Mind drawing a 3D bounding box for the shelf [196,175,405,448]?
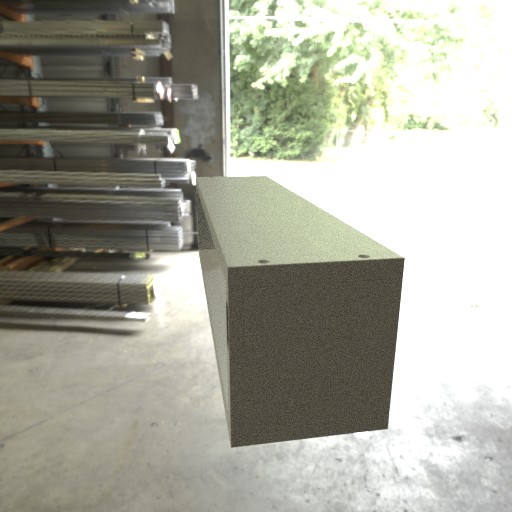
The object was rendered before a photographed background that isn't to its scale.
[{"bbox_3d":[0.000,0.000,0.672,0.150,0.170,0.610,-3,17,-9],"label":"shelf"}]
